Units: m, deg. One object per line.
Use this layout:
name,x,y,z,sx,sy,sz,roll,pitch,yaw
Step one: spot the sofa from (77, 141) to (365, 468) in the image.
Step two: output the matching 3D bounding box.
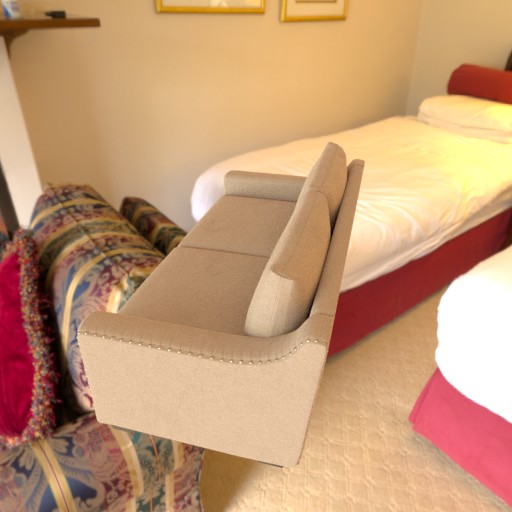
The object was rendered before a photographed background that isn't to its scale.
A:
sofa,0.000,0.000,2.517,1.030,0.901,1.967,8,31,13
